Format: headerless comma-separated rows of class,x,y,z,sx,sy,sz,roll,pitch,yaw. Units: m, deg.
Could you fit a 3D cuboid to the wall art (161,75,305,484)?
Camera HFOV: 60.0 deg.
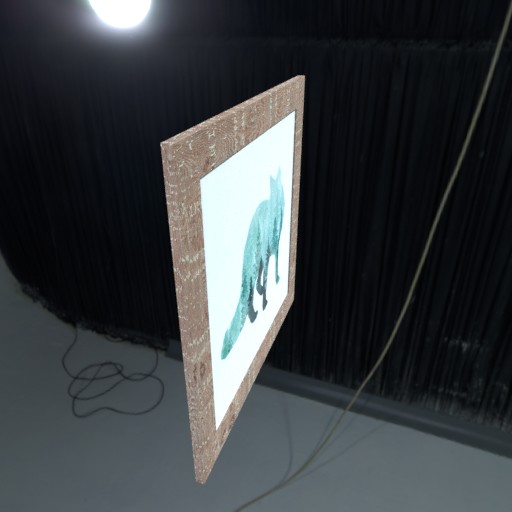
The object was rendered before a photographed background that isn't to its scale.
wall art,0.000,0.000,0.564,0.012,0.384,0.384,10,31,17
